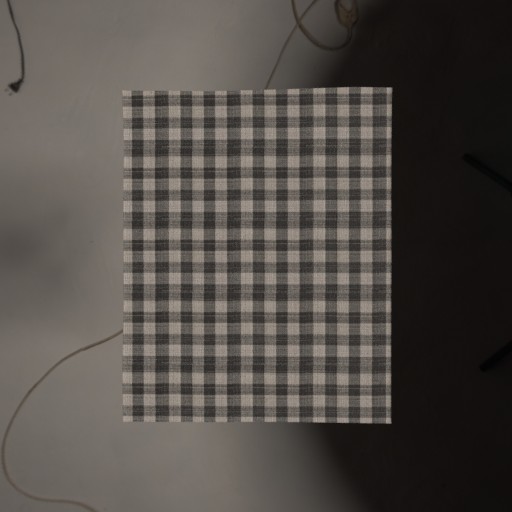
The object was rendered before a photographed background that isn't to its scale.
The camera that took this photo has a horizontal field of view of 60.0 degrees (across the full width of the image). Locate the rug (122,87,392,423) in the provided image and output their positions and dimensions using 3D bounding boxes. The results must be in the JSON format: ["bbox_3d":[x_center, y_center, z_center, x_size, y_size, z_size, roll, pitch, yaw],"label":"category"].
[{"bbox_3d":[0.000,0.000,4.000,2.432,0.013,3.021,0,91,1],"label":"rug"}]
